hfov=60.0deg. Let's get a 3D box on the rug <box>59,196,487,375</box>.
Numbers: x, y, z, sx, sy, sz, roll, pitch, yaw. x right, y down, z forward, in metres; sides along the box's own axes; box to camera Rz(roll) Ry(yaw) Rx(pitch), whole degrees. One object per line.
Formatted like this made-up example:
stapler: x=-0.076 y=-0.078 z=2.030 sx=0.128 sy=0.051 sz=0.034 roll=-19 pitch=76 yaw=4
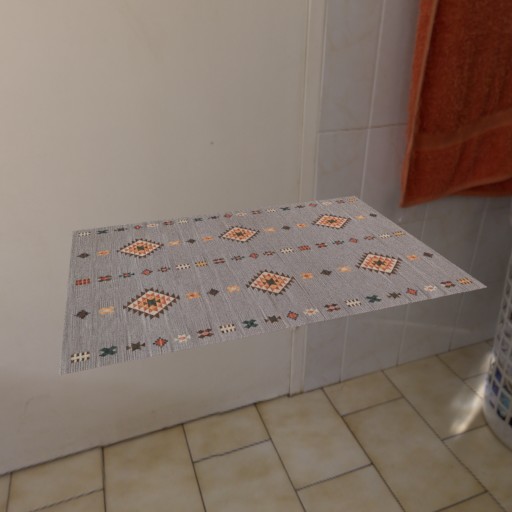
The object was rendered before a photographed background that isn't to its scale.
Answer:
rug: x=0.000 y=0.000 z=2.281 sx=1.818 sy=0.005 sz=1.217 roll=-9 pitch=30 yaw=-16
